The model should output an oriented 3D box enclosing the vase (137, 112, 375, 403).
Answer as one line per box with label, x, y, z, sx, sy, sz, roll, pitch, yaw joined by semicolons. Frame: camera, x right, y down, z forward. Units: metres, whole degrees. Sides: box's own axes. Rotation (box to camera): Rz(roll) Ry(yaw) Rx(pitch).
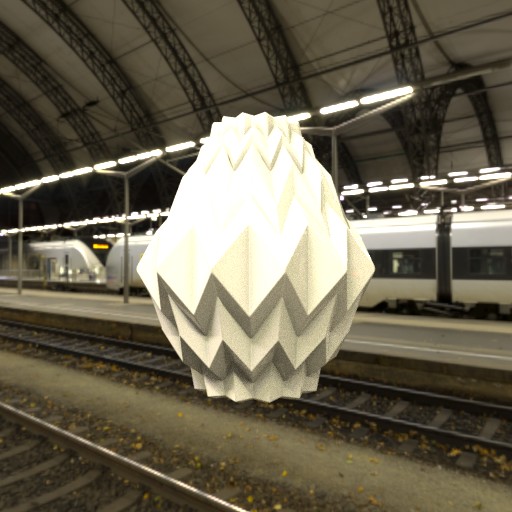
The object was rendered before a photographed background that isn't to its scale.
vase;0.000;0.000;0.314;0.164;0.185;0.164;0;-1;0
